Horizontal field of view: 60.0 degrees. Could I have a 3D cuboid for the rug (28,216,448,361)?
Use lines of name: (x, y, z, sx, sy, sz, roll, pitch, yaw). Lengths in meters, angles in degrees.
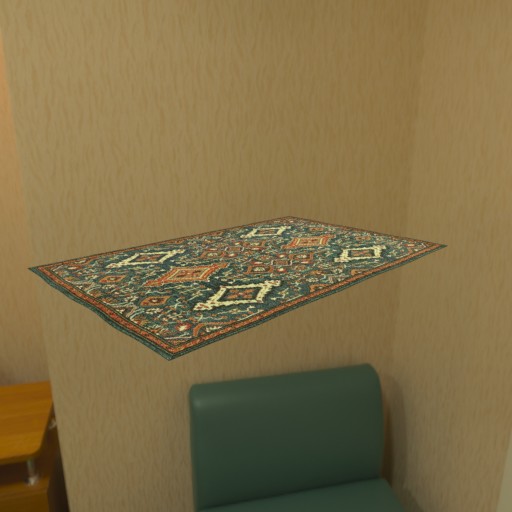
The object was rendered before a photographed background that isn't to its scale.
rug: (0.000, 0.000, 4.145, 3.371, 0.008, 2.190, -15, 22, -42)
